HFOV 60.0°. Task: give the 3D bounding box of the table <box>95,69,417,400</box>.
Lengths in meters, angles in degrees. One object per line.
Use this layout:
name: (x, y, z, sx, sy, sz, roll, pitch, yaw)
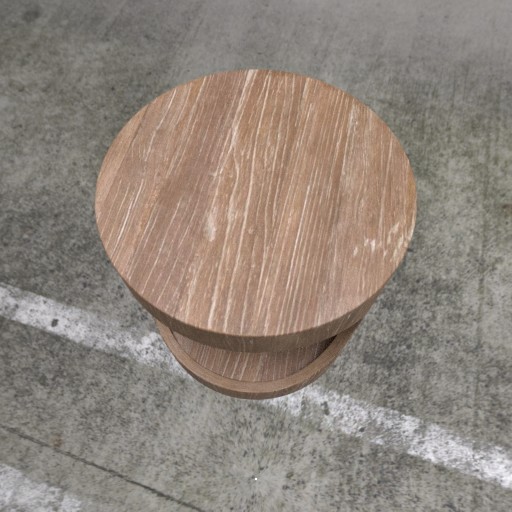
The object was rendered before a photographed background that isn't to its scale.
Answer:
table: (0.000, 0.000, 0.978, 0.527, 0.551, 0.527, 0, 63, 0)
